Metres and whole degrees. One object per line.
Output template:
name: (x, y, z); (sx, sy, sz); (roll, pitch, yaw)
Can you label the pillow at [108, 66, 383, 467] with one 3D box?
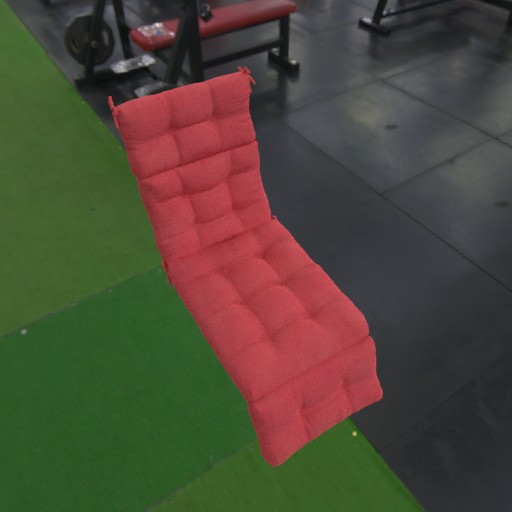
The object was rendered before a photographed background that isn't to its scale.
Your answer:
pillow: (0.000, 0.000, 1.501); (0.526, 0.863, 1.016); (-24, 51, -21)
